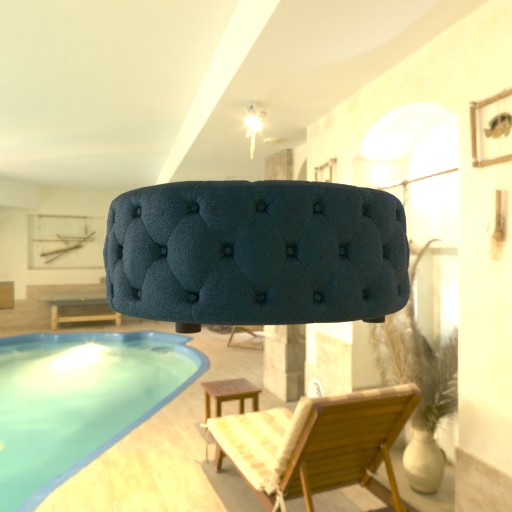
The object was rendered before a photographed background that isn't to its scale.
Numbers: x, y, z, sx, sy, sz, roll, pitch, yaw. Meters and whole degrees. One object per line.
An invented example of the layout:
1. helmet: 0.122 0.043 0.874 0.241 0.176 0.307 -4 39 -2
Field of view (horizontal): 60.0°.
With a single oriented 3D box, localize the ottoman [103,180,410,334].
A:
1. ottoman: 0.000 0.000 1.527 0.998 0.398 0.998 0 0 0
